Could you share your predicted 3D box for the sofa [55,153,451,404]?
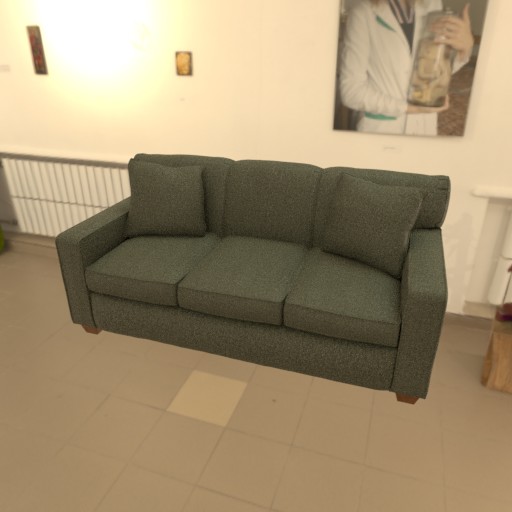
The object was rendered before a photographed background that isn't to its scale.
[{"bbox_3d":[0.000,0.000,2.580,2.024,0.958,0.997,8,27,17],"label":"sofa"}]
